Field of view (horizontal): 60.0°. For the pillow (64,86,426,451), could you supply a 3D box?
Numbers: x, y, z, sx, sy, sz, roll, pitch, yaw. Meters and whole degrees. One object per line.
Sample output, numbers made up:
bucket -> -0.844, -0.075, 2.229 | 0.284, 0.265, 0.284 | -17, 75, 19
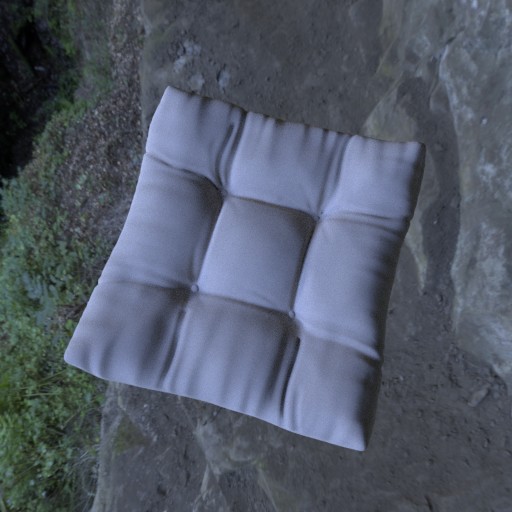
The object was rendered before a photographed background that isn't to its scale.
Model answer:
pillow -> 0.000, 0.000, 0.718 | 0.468, 0.128, 0.490 | 15, 77, 4
